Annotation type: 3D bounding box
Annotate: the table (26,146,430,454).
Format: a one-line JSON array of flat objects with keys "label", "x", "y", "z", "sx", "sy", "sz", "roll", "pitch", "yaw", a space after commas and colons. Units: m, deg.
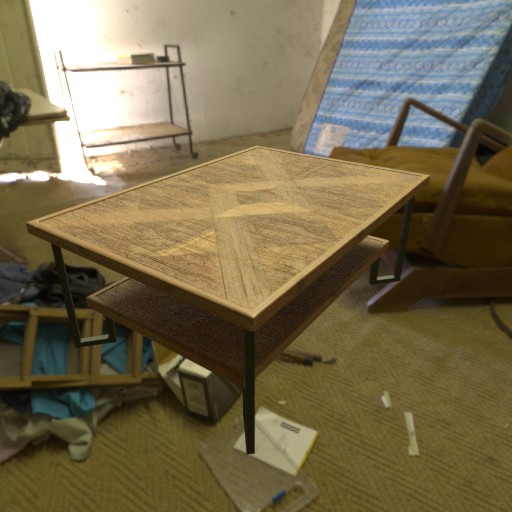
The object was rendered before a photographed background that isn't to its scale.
[{"label": "table", "x": 0.000, "y": 0.000, "z": 1.709, "sx": 0.877, "sy": 0.492, "sz": 1.238, "roll": 18, "pitch": 32, "yaw": 31}]
